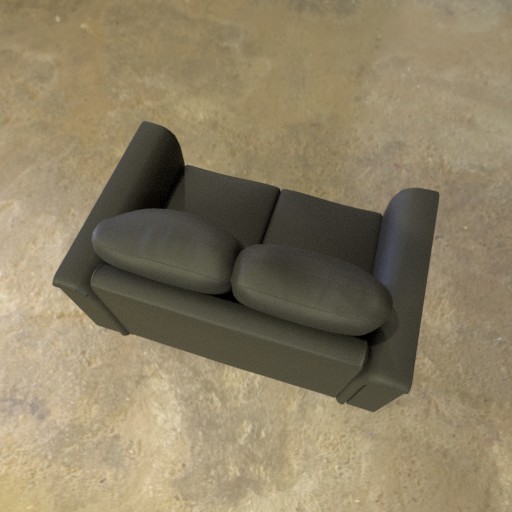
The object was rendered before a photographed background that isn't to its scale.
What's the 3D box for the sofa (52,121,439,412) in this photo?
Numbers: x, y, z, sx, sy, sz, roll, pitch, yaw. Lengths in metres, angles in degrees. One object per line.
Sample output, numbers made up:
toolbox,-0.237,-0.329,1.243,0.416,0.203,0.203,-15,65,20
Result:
sofa,0.000,0.000,1.971,1.386,0.845,0.887,15,64,8
